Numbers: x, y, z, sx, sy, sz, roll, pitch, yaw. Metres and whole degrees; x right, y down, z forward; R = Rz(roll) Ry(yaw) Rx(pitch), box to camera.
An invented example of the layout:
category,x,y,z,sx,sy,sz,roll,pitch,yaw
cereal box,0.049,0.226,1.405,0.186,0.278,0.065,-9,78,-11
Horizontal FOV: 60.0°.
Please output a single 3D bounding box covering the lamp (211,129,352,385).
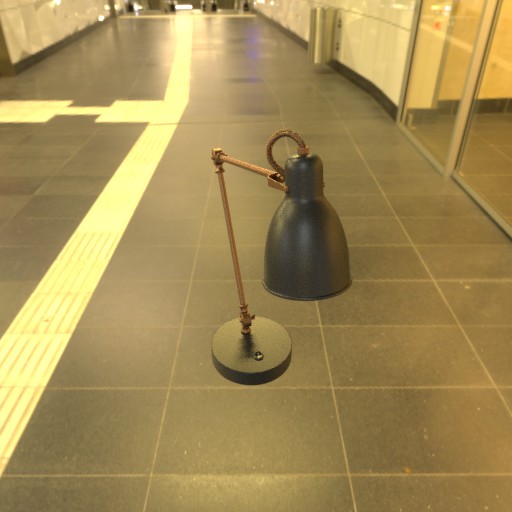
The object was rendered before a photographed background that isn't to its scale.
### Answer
category,x,y,z,sx,sy,sz,roll,pitch,yaw
lamp,0.000,0.000,0.861,0.187,0.587,0.561,-11,34,-17
